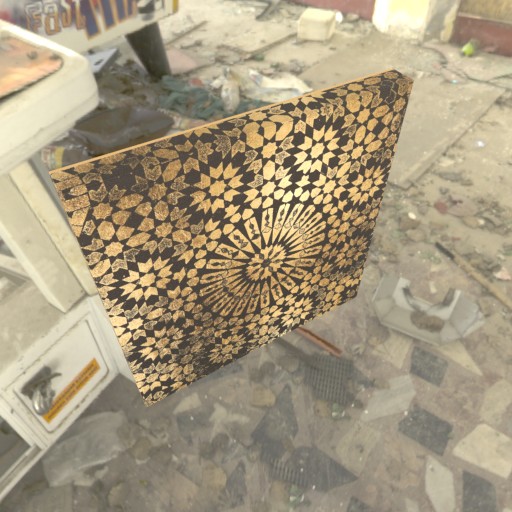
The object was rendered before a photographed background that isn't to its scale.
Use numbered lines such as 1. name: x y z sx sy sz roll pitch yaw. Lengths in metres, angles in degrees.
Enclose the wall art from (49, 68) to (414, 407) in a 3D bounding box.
1. wall art: 0.000 0.000 0.598 0.405 0.405 0.038 -24 51 -21
